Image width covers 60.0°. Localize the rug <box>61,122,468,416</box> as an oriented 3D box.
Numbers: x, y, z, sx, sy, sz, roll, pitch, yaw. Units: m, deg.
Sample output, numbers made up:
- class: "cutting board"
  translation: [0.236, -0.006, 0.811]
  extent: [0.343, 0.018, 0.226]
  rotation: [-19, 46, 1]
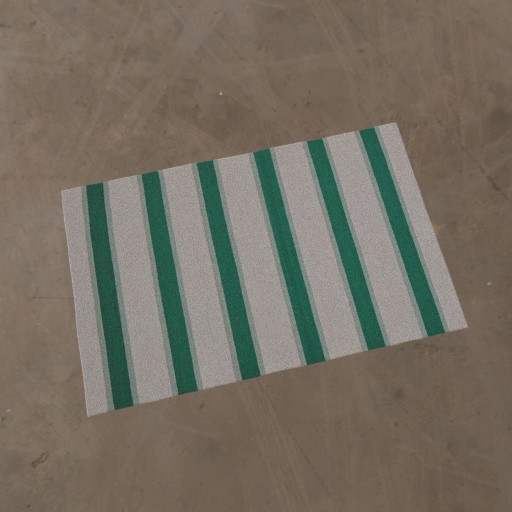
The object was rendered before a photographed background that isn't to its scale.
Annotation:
- class: "rug"
  translation: [0.000, 0.000, 2.952]
  extent: [2.436, 0.015, 1.521]
  rotation: [-12, 75, -3]
